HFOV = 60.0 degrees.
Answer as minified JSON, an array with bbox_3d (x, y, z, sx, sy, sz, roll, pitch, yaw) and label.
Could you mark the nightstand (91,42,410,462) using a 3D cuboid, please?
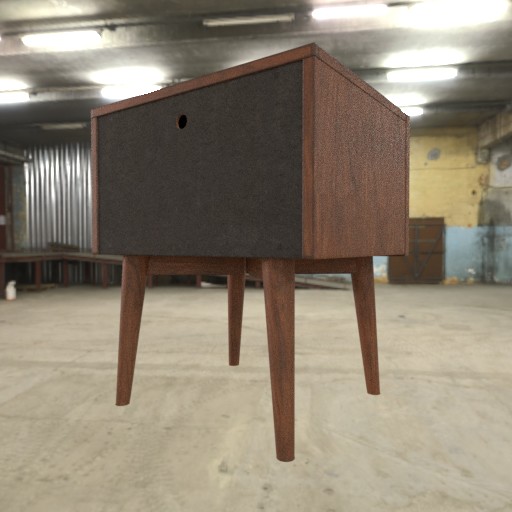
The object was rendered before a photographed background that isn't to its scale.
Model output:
[{"bbox_3d":[0.000,0.000,0.950,0.521,0.607,0.445,1,2,36],"label":"nightstand"}]
